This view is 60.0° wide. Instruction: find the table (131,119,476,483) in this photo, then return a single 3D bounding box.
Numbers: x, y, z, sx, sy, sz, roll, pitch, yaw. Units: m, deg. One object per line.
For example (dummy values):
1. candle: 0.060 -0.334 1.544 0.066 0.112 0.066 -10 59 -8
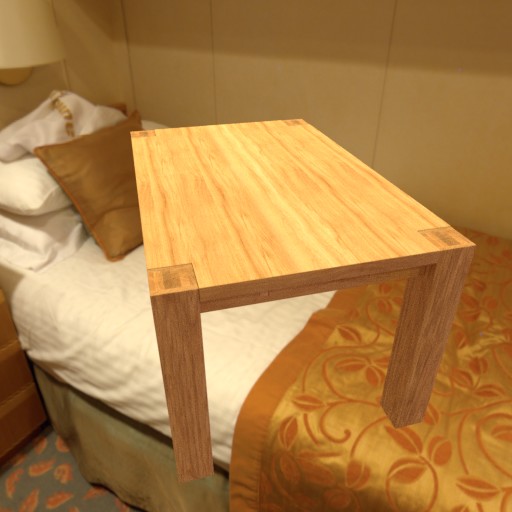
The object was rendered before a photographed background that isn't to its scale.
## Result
1. table: 0.000 0.000 1.913 0.900 0.760 1.400 -8 33 -13
